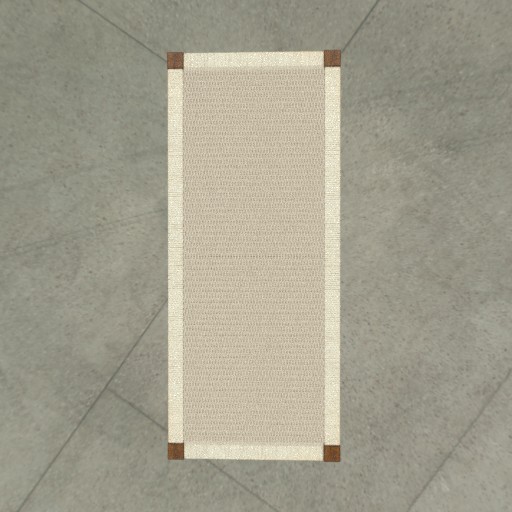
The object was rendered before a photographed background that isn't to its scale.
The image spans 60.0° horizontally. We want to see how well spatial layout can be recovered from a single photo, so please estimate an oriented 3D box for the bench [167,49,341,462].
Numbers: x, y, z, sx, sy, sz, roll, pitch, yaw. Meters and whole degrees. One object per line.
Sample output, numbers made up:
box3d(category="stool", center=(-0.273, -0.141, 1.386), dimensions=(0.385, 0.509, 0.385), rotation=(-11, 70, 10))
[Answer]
box3d(category="bench", center=(0.000, 0.000, 1.522), dimensions=(0.507, 0.457, 1.198), rotation=(0, 90, 2))
